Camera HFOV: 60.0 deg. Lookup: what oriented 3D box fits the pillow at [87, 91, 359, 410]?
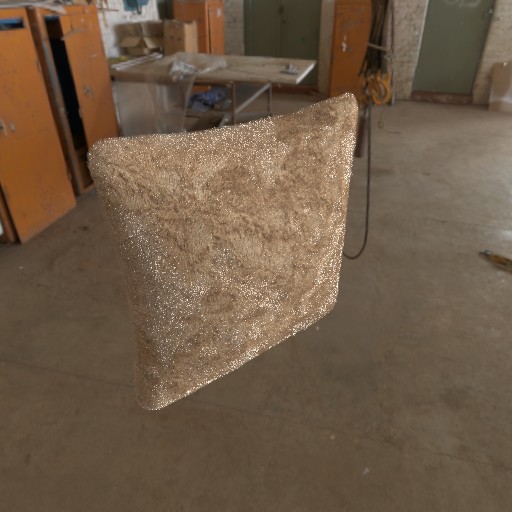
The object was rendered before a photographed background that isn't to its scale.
[{"bbox_3d":[0.000,0.000,0.832,0.538,0.525,0.216,-23,38,-33],"label":"pillow"}]
